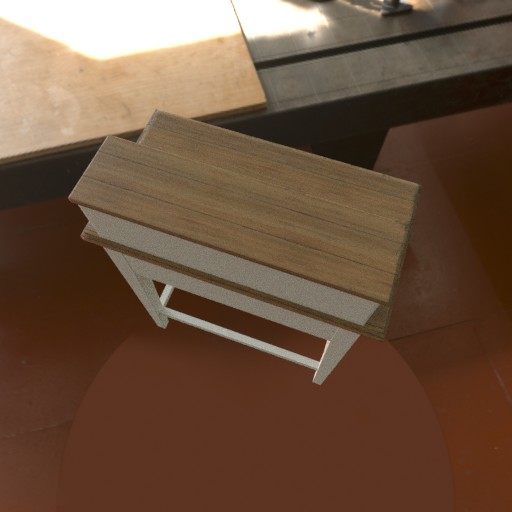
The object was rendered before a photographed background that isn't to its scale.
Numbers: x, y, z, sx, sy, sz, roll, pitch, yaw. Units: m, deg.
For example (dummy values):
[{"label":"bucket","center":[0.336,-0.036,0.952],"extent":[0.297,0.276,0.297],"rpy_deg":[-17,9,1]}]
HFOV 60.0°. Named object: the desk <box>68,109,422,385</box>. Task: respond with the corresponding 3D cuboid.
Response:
[{"label":"desk","center":[0.000,0.000,1.457],"extent":[0.814,0.981,0.462],"rpy_deg":[18,66,8]}]
